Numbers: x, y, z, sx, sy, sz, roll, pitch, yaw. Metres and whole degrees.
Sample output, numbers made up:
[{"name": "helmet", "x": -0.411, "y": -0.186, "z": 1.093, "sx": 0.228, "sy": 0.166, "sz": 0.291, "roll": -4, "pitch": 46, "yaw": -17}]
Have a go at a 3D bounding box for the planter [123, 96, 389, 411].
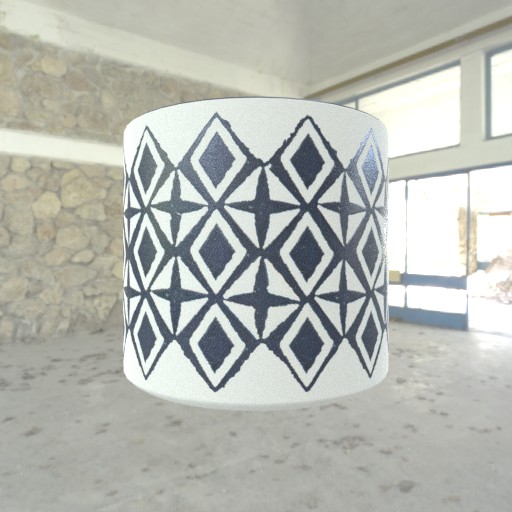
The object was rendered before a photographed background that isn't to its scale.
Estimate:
[{"name": "planter", "x": 0.000, "y": 0.000, "z": 0.390, "sx": 0.224, "sy": 0.203, "sz": 0.224, "roll": 0, "pitch": 0, "yaw": 0}]
